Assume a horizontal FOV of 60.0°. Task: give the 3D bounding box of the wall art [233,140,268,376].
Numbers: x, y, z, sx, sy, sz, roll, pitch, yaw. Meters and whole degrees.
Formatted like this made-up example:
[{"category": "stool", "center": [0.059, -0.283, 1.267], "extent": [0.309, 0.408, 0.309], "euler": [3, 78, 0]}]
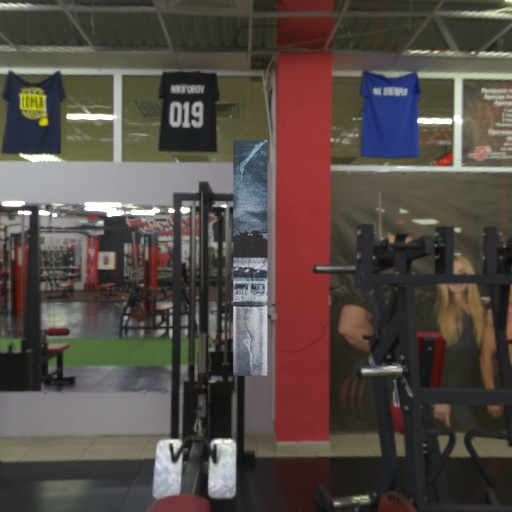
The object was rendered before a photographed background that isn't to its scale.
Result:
[{"category": "wall art", "center": [0.000, 0.000, 0.850], "extent": [0.037, 0.251, 0.759], "euler": [0, 0, 1]}]
